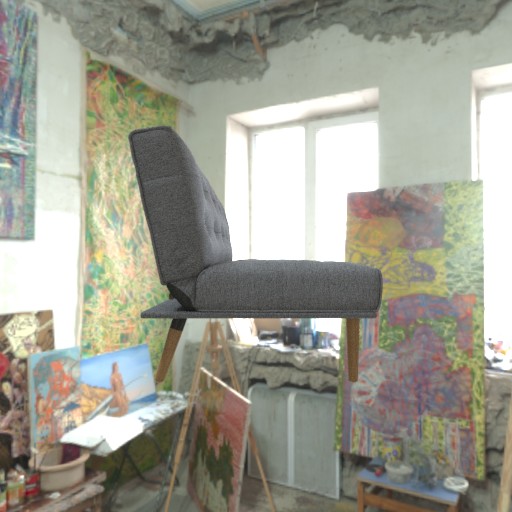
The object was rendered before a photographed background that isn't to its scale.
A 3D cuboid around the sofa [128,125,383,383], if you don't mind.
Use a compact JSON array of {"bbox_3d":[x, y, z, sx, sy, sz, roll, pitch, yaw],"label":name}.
[{"bbox_3d":[0.000,0.000,2.295,0.810,0.830,1.820,0,0,0],"label":"sofa"}]
